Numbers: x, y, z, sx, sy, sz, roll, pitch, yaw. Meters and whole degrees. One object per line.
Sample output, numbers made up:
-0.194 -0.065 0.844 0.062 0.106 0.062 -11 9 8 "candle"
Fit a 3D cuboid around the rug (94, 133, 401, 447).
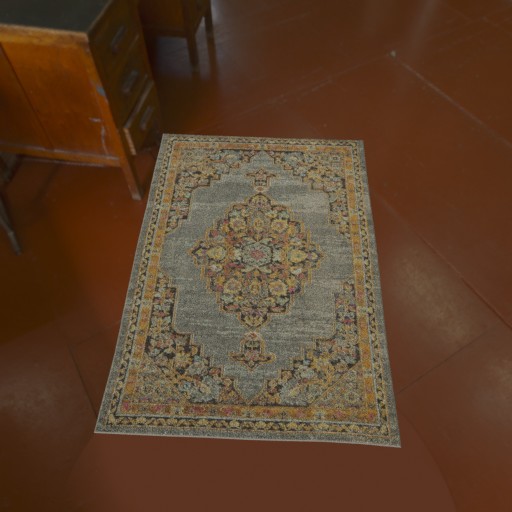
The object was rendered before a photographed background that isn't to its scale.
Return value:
0.000 0.000 3.928 2.158 0.024 3.063 2 57 1 "rug"
